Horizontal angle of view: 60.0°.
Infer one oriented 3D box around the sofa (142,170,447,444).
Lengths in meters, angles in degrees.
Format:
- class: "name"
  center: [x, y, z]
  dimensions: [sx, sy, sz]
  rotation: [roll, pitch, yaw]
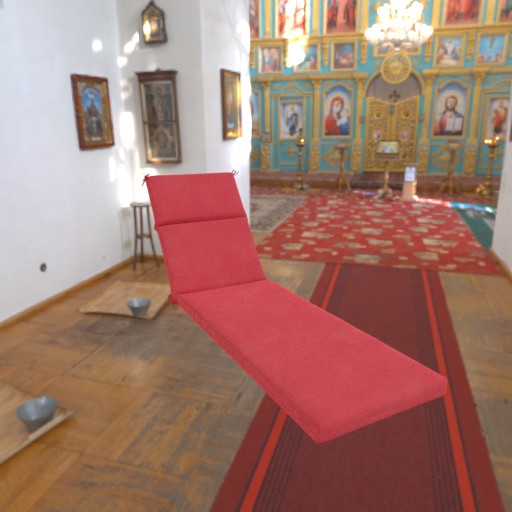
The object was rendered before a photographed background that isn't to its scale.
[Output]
- class: "sofa"
  center: [0.000, 0.000, 1.936]
  dimensions: [0.582, 0.622, 1.663]
  rotation: [-8, 17, -27]
